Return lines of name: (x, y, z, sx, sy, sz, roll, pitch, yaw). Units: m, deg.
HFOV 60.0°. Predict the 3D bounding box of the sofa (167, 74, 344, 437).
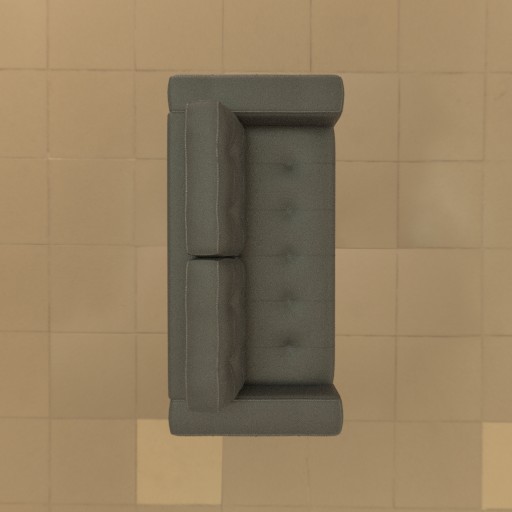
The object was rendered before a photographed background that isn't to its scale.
sofa: (0.000, 0.000, 2.258, 0.833, 0.893, 1.726, 0, 91, 0)
